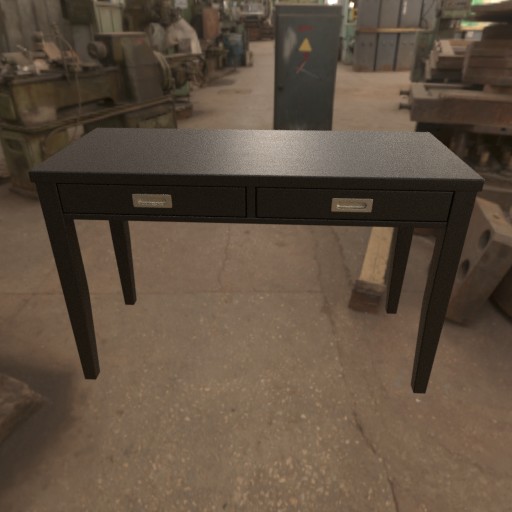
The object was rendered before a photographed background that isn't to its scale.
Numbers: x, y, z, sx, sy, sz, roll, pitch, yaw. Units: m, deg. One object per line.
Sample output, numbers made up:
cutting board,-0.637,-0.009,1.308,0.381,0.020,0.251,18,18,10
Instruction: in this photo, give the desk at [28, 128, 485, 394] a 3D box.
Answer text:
desk,0.000,0.000,1.588,1.220,0.775,0.508,2,29,3
